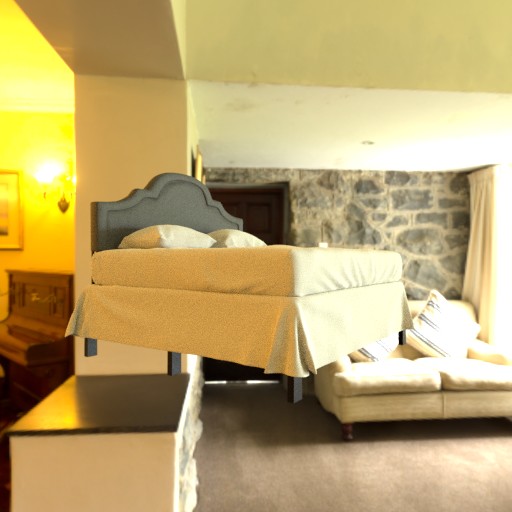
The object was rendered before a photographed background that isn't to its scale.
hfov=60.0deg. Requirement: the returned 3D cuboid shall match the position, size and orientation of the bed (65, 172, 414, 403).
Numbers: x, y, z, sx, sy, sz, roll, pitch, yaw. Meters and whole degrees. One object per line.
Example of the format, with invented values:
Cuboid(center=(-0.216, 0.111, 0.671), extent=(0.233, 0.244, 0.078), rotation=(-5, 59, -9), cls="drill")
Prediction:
Cuboid(center=(0.000, 0.000, 3.871), extent=(2.222, 1.631, 2.303), rotation=(0, 0, 35), cls="bed")
